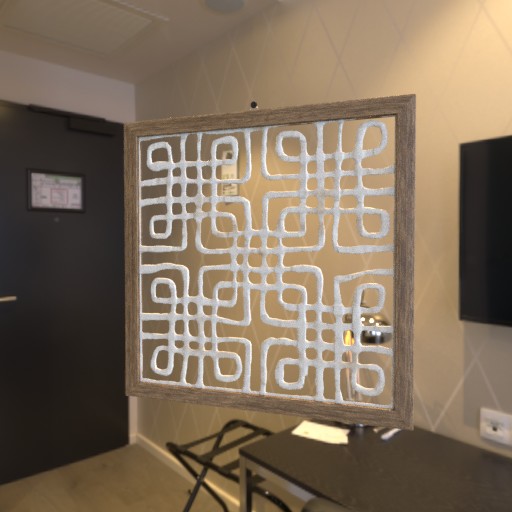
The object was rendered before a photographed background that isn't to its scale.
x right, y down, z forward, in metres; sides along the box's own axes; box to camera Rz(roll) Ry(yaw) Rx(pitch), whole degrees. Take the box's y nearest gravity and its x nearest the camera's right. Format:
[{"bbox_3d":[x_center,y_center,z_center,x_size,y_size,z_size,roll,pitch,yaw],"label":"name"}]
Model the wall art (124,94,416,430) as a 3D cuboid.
[{"bbox_3d":[0.000,0.000,0.832,0.561,0.582,0.021,0,1,18],"label":"wall art"}]
